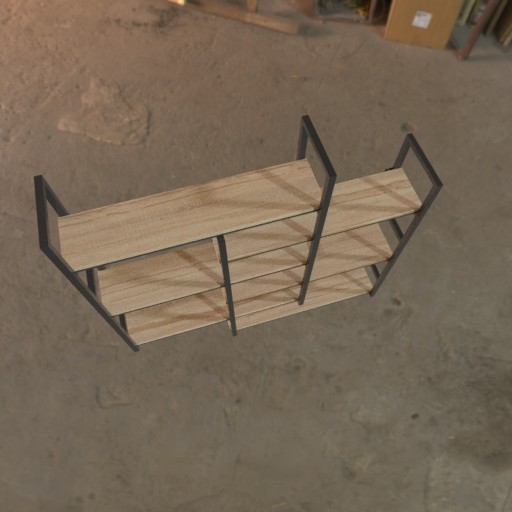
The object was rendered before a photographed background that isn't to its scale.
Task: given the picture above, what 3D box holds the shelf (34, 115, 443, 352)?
[{"bbox_3d":[0.000,0.000,1.377,0.946,0.921,0.183,-15,64,-8],"label":"shelf"}]
